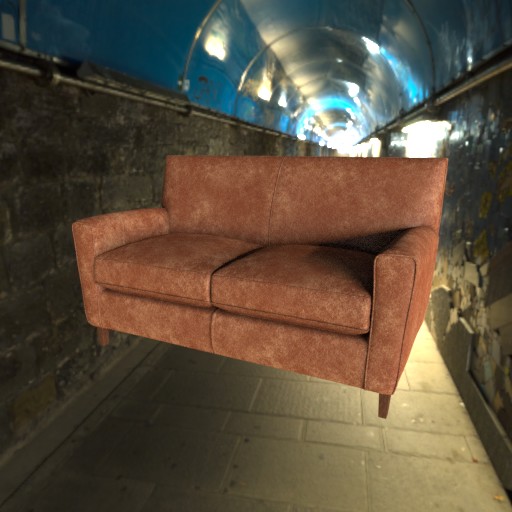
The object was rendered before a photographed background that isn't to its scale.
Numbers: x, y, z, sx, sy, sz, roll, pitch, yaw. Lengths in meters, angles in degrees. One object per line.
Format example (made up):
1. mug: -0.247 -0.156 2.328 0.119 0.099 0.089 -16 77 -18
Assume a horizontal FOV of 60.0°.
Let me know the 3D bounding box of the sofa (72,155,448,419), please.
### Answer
1. sofa: 0.000 0.000 2.000 1.473 0.871 0.787 7 15 26
